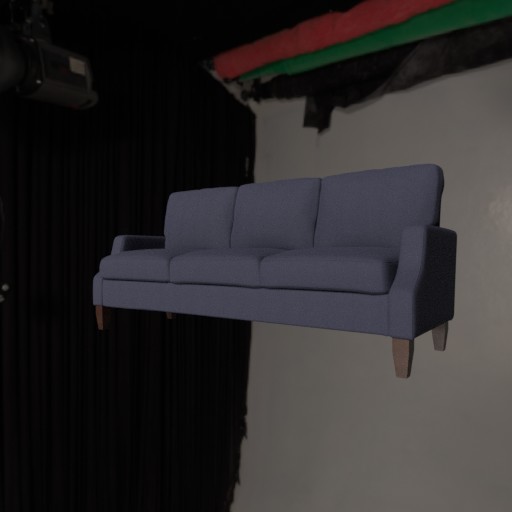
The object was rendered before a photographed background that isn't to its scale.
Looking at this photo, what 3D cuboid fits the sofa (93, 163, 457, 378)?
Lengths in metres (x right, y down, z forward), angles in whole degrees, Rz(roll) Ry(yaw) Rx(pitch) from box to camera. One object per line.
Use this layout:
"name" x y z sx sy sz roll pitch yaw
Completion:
"sofa" 0.000 0.000 2.689 2.115 0.984 0.888 0 0 35
